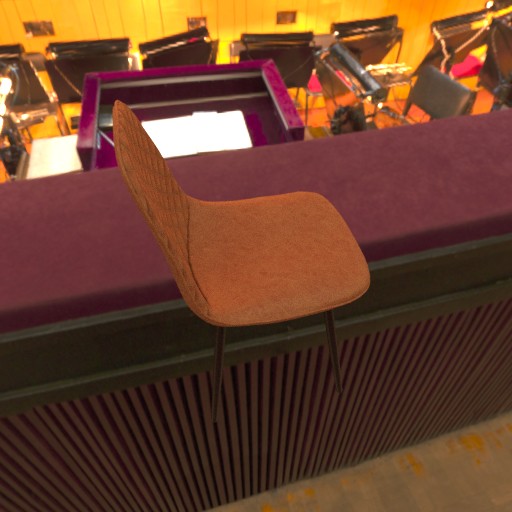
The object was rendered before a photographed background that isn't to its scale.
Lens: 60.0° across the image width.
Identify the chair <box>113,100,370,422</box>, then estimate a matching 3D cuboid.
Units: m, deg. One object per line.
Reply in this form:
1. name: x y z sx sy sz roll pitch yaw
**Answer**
1. chair: 0.000 0.000 1.203 0.561 0.889 0.472 -10 47 -9
